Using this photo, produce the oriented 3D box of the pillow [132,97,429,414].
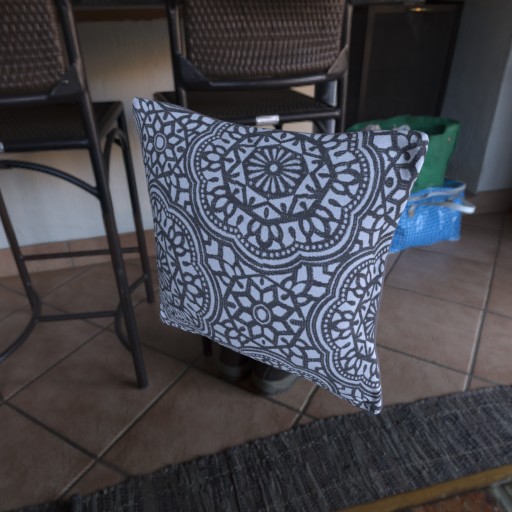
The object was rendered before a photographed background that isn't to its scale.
[{"bbox_3d":[0.000,0.000,0.659,0.436,0.417,0.148,17,33,28],"label":"pillow"}]
